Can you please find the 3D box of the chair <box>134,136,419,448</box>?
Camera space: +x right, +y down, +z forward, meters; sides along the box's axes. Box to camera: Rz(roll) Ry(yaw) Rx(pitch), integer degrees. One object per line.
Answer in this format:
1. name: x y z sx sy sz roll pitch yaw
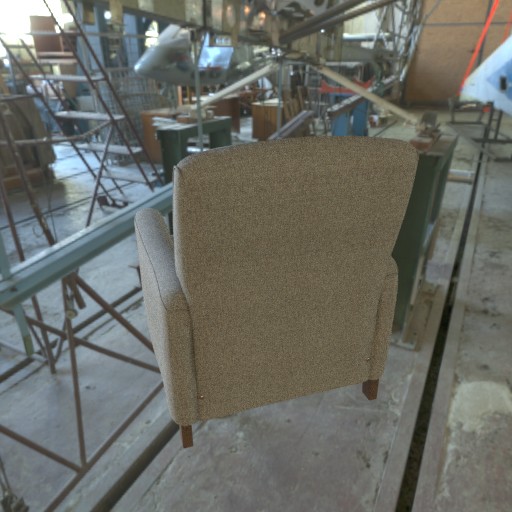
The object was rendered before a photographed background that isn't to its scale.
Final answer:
1. chair: 0.000 0.000 1.679 0.848 1.014 0.864 -8 26 -17
